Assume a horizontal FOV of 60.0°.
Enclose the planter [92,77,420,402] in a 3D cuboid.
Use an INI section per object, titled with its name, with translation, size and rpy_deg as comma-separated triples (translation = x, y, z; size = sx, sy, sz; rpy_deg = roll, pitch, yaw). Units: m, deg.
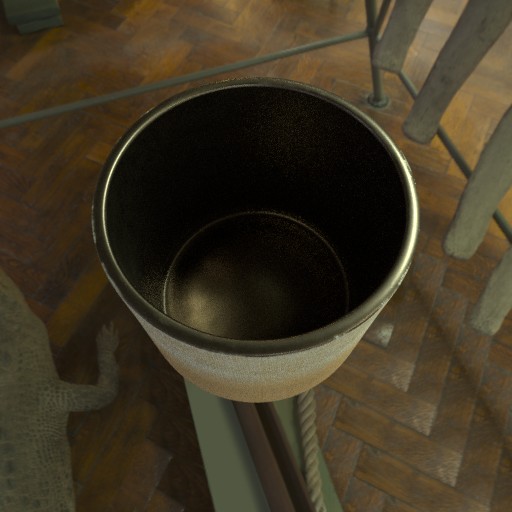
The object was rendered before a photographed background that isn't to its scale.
[planter]
translation = 0.000, 0.000, 0.436
size = 0.254, 0.221, 0.254
rpy_deg = 0, 64, 0
